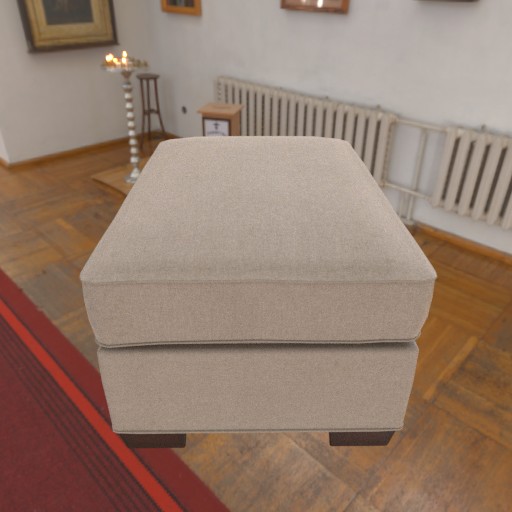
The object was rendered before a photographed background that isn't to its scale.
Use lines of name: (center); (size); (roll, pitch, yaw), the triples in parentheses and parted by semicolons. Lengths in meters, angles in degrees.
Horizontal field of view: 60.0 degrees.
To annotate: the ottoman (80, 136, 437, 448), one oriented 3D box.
ottoman: (0.000, 0.000, 1.194); (0.617, 0.503, 0.846); (0, 31, -1)
